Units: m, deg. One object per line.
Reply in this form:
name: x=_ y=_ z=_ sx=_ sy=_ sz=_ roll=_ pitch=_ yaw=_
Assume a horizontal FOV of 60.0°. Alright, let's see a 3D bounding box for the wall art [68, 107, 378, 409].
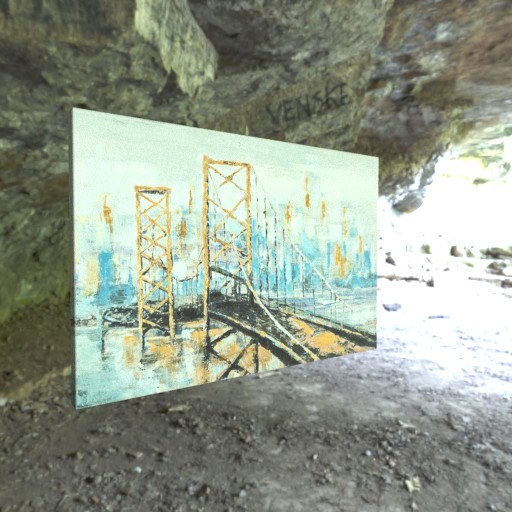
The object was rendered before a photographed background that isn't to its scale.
wall art: x=0.000 y=0.000 z=1.163 sx=0.913 sy=0.609 sz=0.038 roll=-1 pitch=2 yaw=-34
